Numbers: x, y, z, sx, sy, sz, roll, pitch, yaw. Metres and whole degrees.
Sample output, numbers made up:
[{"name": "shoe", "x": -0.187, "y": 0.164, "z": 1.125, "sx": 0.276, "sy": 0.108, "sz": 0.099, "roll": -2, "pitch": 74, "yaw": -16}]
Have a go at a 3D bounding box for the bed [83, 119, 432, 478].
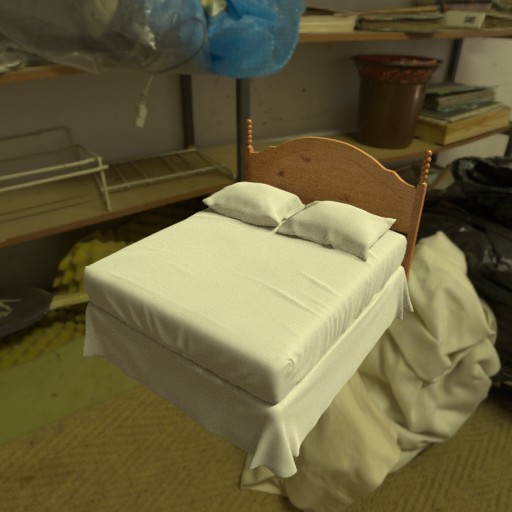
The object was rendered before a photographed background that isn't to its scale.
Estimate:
[{"name": "bed", "x": 0.000, "y": 0.000, "z": 3.188, "sx": 1.873, "sy": 1.356, "sz": 2.040, "roll": 20, "pitch": 36, "yaw": 31}]
